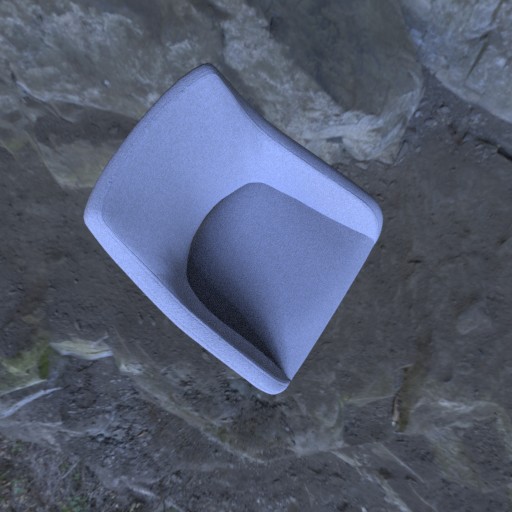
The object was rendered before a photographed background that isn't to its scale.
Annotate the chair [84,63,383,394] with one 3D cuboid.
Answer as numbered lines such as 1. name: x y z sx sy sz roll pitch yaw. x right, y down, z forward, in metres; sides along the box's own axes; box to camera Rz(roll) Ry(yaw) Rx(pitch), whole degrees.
1. chair: 0.000 0.000 1.293 0.600 0.889 0.609 32 78 8
